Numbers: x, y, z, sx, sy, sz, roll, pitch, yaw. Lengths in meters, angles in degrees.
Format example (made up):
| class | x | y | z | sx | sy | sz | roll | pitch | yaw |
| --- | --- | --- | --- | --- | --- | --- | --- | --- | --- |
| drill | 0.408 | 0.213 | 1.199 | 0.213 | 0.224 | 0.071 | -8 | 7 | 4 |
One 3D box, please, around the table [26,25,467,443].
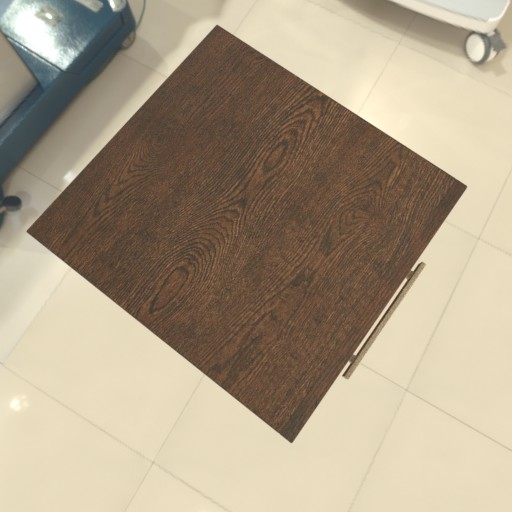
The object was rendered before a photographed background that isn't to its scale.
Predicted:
| class | x | y | z | sx | sy | sz | roll | pitch | yaw |
| --- | --- | --- | --- | --- | --- | --- | --- | --- | --- |
| table | 0.000 | 0.000 | 1.016 | 0.566 | 0.582 | 0.506 | 36 | 79 | 9 |
